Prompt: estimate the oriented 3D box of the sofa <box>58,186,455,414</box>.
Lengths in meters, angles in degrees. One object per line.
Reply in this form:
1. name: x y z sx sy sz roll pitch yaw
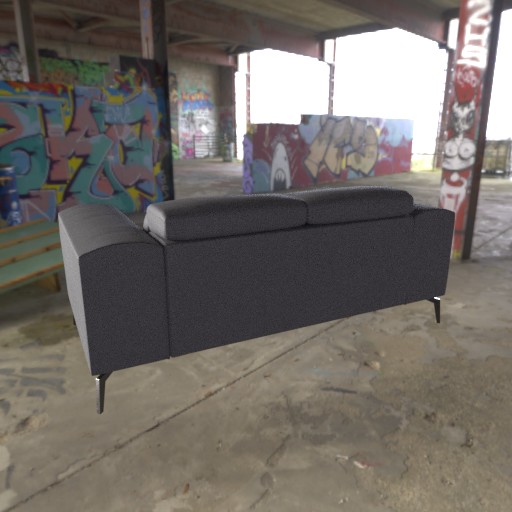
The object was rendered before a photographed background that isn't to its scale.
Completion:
1. sofa: 0.000 0.000 2.402 1.895 0.779 1.003 -8 18 -26
